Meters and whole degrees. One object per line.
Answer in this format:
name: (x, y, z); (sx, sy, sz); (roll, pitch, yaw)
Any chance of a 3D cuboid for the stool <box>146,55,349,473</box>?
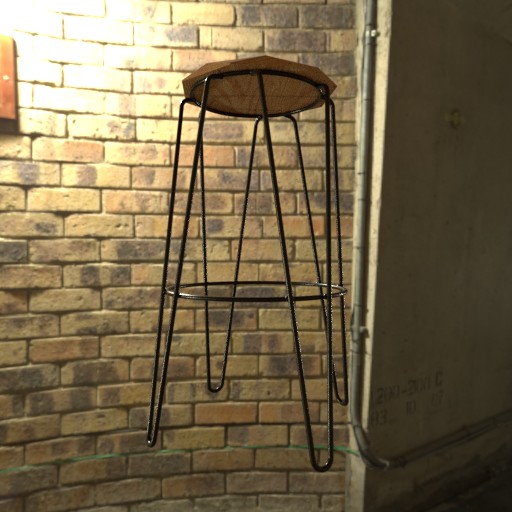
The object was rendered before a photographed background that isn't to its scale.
stool: (0.000, 0.000, 0.800); (0.326, 0.610, 0.326); (0, 1, 17)
